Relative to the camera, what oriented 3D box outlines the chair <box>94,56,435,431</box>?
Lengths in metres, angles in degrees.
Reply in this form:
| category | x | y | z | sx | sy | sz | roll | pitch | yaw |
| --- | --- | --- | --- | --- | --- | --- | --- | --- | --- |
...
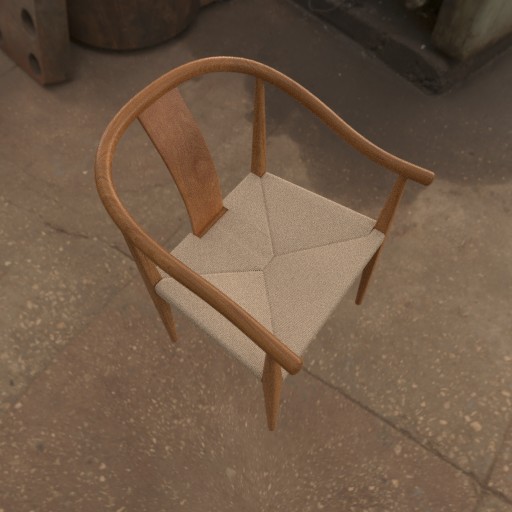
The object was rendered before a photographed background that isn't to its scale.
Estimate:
| category | x | y | z | sx | sy | sz | roll | pitch | yaw |
| --- | --- | --- | --- | --- | --- | --- | --- | --- | --- |
| chair | 0.000 | 0.000 | 1.170 | 0.579 | 0.800 | 0.556 | 33 | 64 | 18 |
